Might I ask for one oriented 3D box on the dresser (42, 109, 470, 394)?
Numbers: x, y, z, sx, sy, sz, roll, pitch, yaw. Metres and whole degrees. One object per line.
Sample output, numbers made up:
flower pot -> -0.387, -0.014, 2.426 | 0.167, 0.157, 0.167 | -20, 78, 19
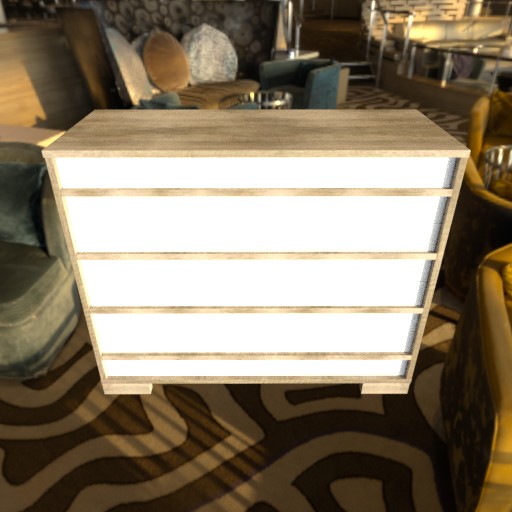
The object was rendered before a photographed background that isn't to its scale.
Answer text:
dresser -> 0.000, 0.000, 1.409 | 0.994, 0.816, 0.404 | 0, 31, 0
